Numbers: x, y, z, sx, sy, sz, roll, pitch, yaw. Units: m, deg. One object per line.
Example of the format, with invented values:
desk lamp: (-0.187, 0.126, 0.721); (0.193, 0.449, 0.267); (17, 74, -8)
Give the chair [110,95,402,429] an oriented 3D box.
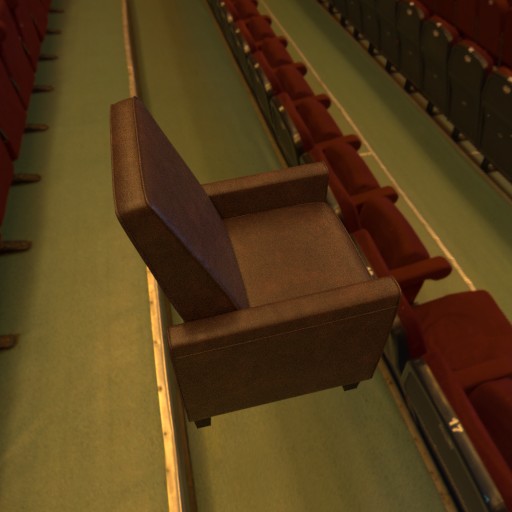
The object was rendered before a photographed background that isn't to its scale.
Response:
chair: (0.000, 0.000, 1.519); (0.746, 1.013, 0.705); (-10, 47, -10)
